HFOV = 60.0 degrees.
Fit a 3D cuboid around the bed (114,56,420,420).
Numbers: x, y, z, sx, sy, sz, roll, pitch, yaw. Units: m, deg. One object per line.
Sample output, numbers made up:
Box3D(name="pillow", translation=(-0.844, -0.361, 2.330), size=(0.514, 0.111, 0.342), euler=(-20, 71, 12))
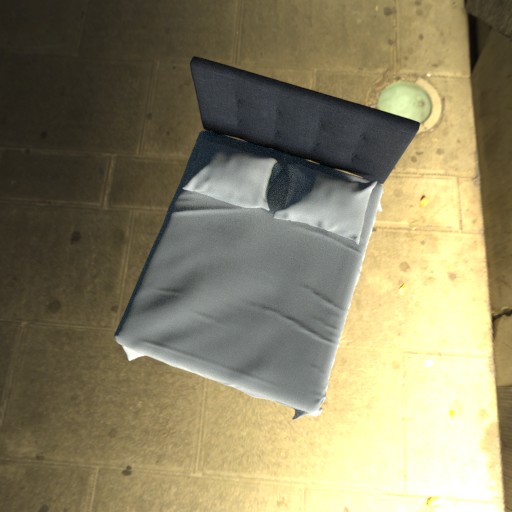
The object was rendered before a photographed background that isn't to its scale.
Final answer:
Box3D(name="bed", translation=(0.000, 0.000, 3.500), size=(1.936, 1.577, 2.222), euler=(18, 75, 5))
